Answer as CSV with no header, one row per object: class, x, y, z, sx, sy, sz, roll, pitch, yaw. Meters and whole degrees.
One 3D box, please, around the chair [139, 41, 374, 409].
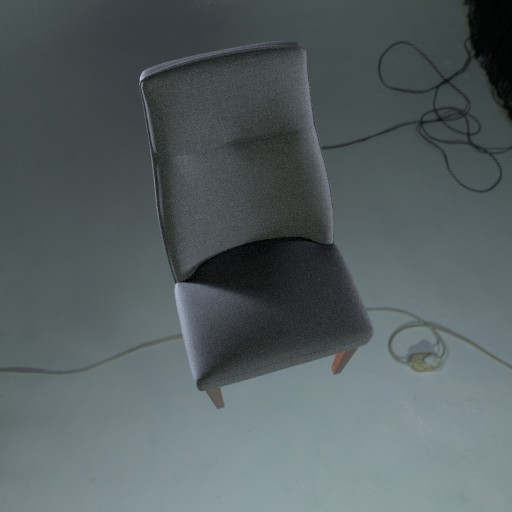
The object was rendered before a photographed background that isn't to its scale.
chair,0.000,0.000,1.261,0.500,0.930,0.620,-14,65,-7
